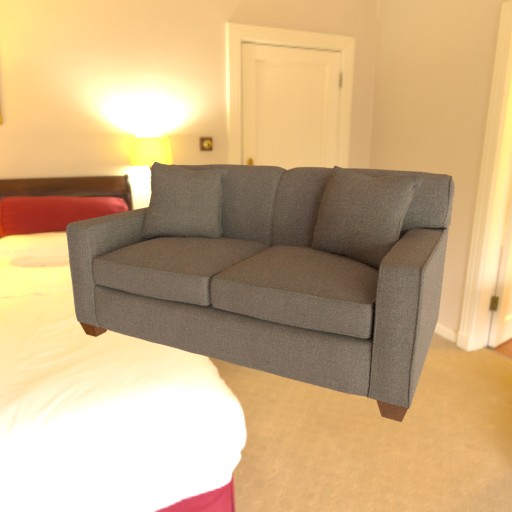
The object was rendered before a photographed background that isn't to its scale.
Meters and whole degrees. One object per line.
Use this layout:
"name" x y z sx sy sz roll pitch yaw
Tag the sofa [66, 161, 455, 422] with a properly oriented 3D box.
"sofa" 0.000 0.000 2.406 1.846 0.958 1.000 8 17 27
